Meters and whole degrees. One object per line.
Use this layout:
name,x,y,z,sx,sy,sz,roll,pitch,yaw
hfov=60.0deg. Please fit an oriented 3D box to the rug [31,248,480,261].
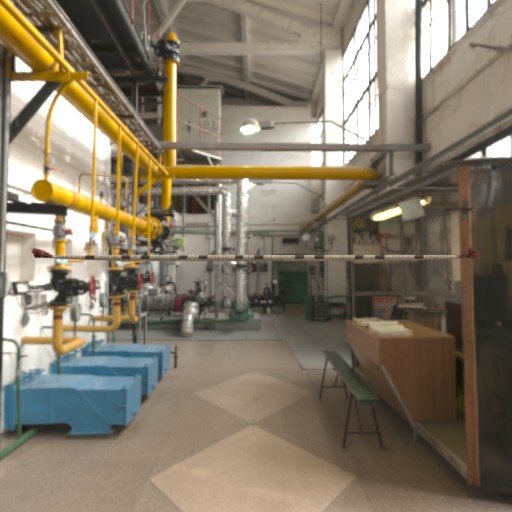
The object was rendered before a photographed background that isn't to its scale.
rug,0.000,0.000,3.432,2.672,0.066,1.741,0,-1,1
